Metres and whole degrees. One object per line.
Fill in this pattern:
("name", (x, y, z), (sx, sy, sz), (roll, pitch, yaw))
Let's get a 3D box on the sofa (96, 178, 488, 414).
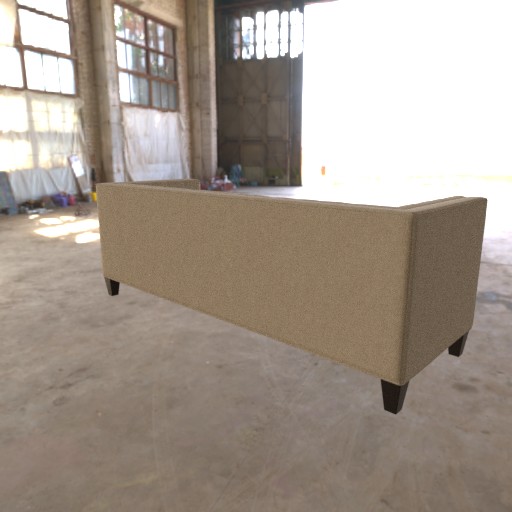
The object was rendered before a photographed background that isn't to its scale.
("sofa", (0.000, 0.000, 2.526), (2.159, 0.762, 0.775), (12, 18, 42))
